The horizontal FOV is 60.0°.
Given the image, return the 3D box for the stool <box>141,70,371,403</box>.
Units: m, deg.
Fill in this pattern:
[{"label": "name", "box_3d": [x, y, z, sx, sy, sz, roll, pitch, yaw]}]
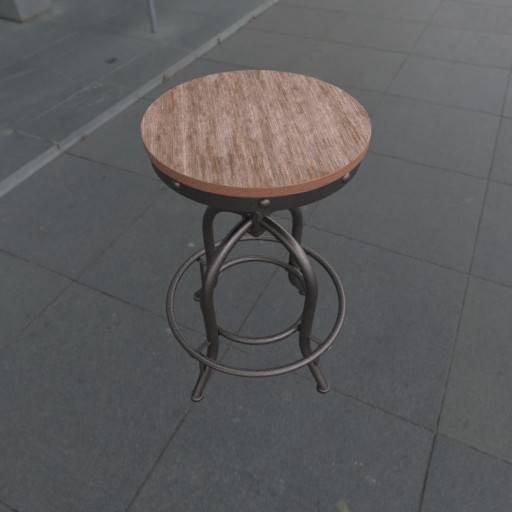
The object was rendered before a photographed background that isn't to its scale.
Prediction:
[{"label": "stool", "box_3d": [0.000, 0.000, 0.899, 0.439, 0.609, 0.439, 32, 54, 27]}]
